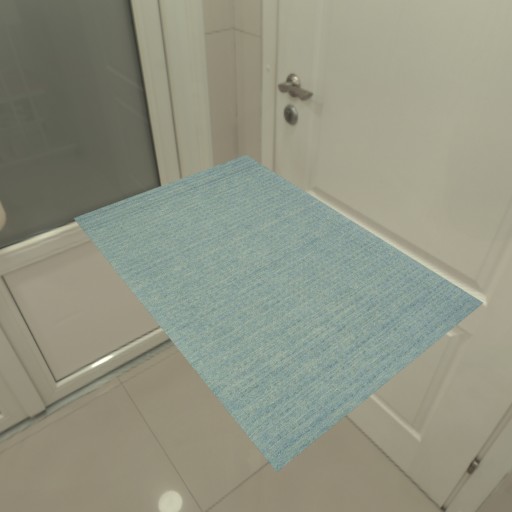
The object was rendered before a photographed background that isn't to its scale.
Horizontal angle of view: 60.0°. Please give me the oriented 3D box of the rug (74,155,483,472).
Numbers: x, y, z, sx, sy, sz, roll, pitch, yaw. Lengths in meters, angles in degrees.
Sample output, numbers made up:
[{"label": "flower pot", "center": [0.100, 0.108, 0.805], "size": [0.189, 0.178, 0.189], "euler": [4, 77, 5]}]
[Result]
[{"label": "rug", "center": [0.000, 0.000, 3.663], "size": [1.982, 0.006, 2.895], "euler": [-27, 47, -28]}]
